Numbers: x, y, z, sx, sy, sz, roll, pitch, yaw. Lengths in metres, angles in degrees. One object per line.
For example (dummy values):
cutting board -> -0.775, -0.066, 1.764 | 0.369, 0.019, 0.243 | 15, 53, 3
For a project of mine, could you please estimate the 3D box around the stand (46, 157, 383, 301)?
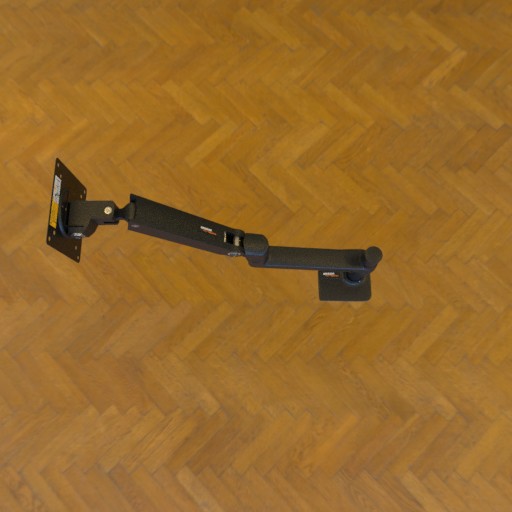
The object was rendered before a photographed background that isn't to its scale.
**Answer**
stand -> 0.000, 0.000, 1.046 | 0.650, 0.713, 0.152 | 0, 76, 0
